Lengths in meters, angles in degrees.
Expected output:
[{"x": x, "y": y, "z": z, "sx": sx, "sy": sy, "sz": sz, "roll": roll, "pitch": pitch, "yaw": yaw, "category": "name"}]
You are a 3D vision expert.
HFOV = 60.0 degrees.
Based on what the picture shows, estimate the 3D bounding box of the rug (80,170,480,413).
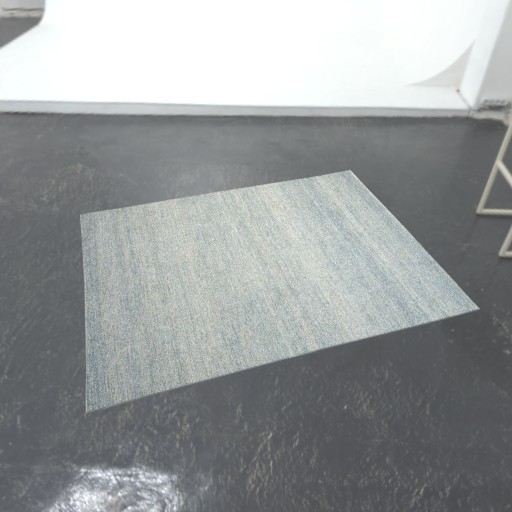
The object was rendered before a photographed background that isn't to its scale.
[{"x": 0.000, "y": 0.000, "z": 4.283, "sx": 3.237, "sy": 0.046, "sz": 2.461, "roll": -11, "pitch": 42, "yaw": -13, "category": "rug"}]
